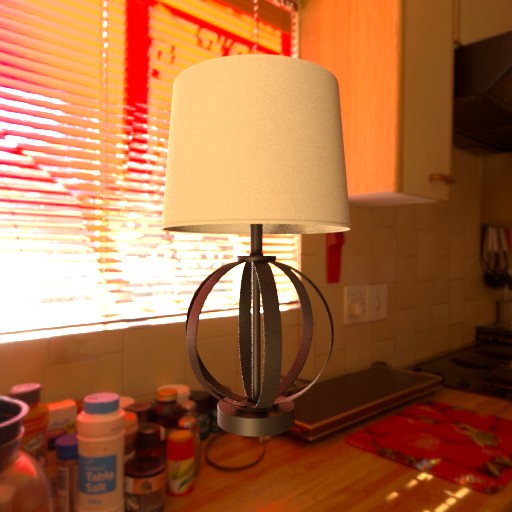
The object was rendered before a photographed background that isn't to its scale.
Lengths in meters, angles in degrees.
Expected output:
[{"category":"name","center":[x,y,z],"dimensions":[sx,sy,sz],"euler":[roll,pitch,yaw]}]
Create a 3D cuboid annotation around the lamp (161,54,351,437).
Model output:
[{"category":"lamp","center":[0.000,0.000,0.685],"dimensions":[0.286,0.510,0.286],"euler":[0,0,0]}]
